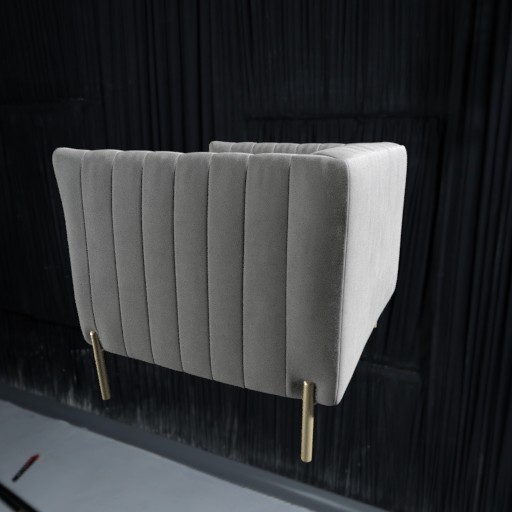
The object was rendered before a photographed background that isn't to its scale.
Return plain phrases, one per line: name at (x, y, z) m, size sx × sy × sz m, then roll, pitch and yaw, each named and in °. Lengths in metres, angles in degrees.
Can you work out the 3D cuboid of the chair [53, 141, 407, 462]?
chair at (0.000, 0.000, 1.571) m, size 0.873 × 0.779 × 0.981 m, roll 7°, pitch 17°, yaw 24°
